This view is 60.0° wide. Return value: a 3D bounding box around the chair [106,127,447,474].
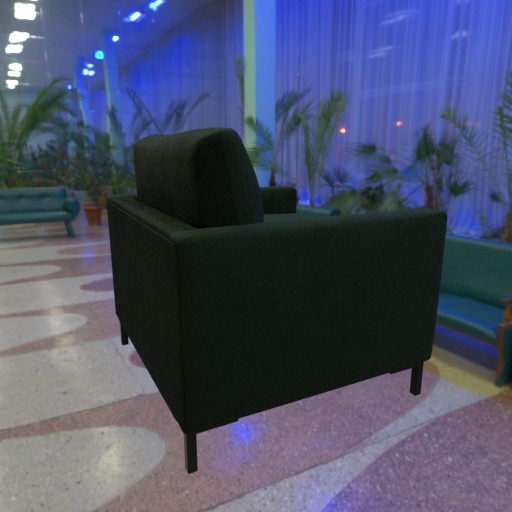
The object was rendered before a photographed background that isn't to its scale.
[{"bbox_3d":[0.000,0.000,1.593,0.866,0.861,0.963,-7,16,-26],"label":"chair"}]
